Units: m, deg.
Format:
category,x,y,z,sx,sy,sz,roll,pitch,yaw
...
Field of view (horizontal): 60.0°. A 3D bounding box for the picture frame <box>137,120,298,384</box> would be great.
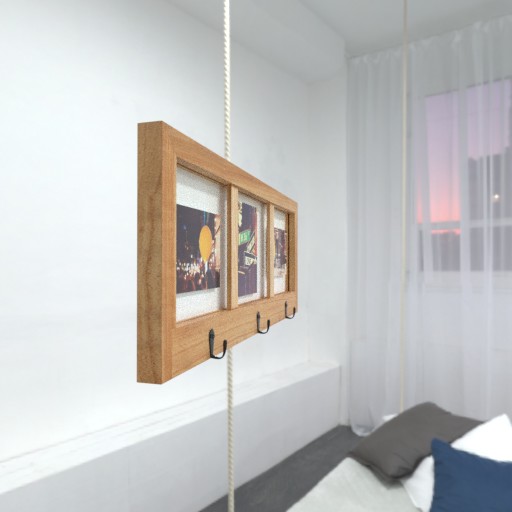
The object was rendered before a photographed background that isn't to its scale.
category,x,y,z,sx,sy,sz,roll,pitch,yaw
picture frame,0.000,0.000,0.671,0.045,0.234,0.582,0,-1,17
